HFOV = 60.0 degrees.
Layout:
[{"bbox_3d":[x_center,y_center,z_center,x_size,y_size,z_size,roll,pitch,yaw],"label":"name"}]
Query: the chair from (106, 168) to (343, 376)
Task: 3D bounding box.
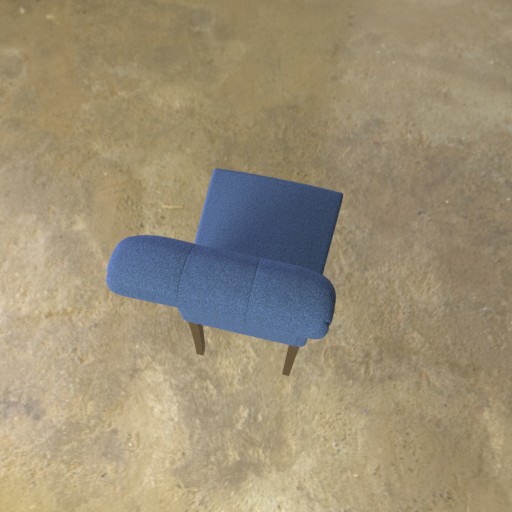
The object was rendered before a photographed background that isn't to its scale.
[{"bbox_3d":[0.000,0.000,1.319,0.456,1.006,0.671,12,65,6],"label":"chair"}]
